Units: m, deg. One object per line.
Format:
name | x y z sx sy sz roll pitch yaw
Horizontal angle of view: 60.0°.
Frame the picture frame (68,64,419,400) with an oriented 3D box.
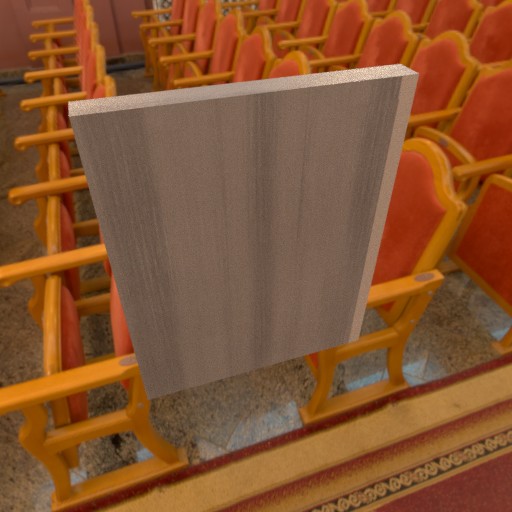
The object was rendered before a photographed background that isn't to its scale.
picture frame | 0.000 0.000 0.736 0.449 0.555 0.046 -12 41 -14
